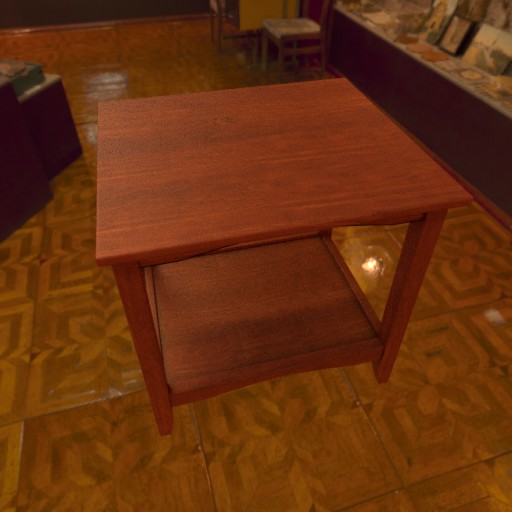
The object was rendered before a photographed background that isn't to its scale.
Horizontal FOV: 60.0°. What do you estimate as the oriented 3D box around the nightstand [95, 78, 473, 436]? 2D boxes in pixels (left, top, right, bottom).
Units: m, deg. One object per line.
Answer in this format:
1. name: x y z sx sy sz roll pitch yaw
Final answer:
1. nightstand: 0.000 0.000 0.990 0.558 0.558 0.501 -10 43 -11
